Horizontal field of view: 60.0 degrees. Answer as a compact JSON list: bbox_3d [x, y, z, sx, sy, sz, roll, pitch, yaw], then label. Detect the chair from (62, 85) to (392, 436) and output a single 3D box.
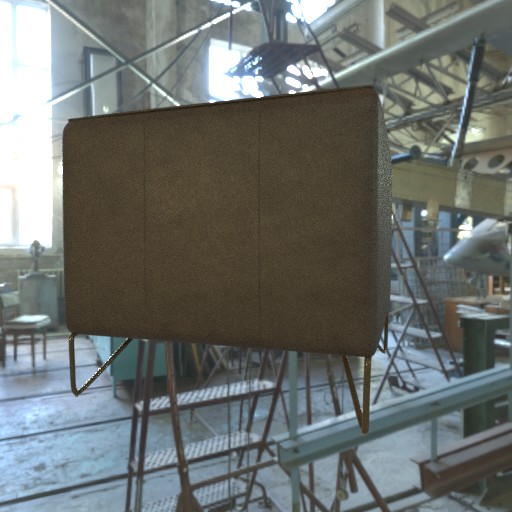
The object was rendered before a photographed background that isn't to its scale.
[{"bbox_3d":[0.000,0.000,1.521,0.880,0.790,0.894,1,2,19],"label":"chair"}]
